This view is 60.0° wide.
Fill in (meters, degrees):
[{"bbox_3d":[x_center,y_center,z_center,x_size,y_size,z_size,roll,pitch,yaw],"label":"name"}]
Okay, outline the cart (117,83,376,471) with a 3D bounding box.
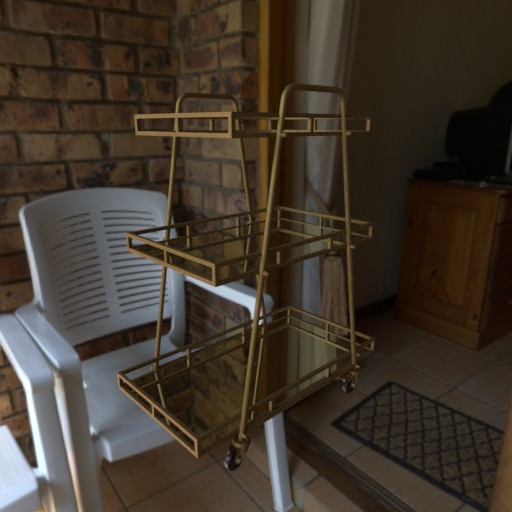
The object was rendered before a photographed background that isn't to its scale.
[{"bbox_3d":[0.000,0.000,1.255,0.711,0.883,0.441,-15,22,-41],"label":"cart"}]
